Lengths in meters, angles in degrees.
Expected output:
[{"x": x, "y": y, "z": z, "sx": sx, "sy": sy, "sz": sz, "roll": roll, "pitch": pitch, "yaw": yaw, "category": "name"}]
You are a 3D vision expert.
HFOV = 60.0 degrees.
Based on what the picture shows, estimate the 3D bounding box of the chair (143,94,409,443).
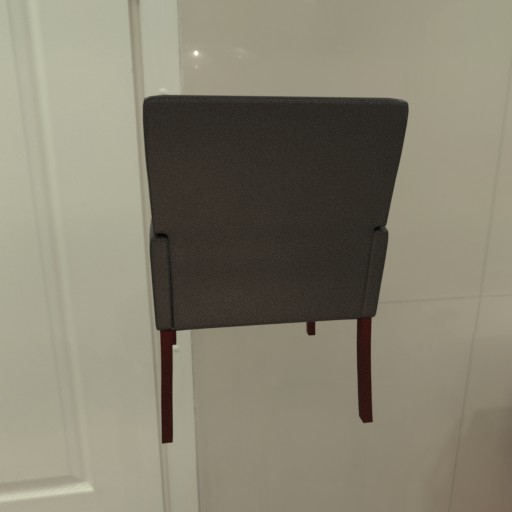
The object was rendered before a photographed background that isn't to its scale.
[{"x": 0.000, "y": 0.000, "z": 1.485, "sx": 0.683, "sy": 0.951, "sz": 0.772, "roll": -2, "pitch": 15, "yaw": -9, "category": "chair"}]
